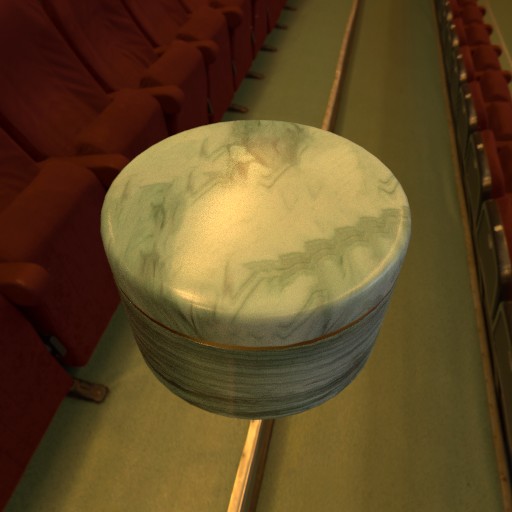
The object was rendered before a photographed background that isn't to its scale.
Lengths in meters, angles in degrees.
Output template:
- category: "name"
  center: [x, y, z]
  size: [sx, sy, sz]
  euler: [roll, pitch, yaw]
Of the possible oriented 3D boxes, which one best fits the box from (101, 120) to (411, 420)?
- category: "box"
  center: [0.000, 0.000, 0.167]
  size: [0.101, 0.063, 0.101]
  euler: [0, 46, 0]
